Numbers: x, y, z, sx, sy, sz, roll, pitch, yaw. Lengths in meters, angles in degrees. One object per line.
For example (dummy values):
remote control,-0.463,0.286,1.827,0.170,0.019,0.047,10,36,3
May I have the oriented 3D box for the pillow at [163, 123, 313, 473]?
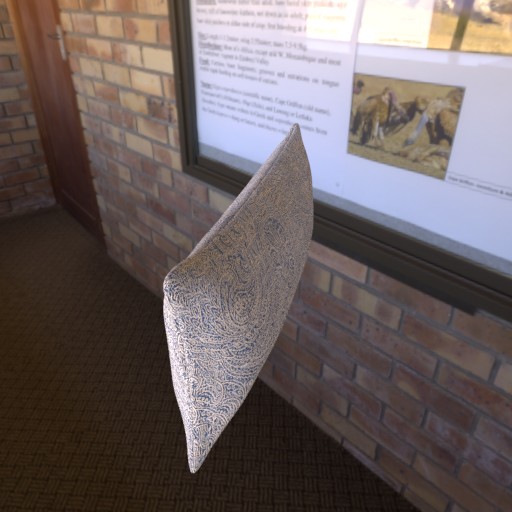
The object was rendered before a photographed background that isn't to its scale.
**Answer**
pillow,0.000,0.000,0.735,0.151,0.295,0.615,8,32,14
